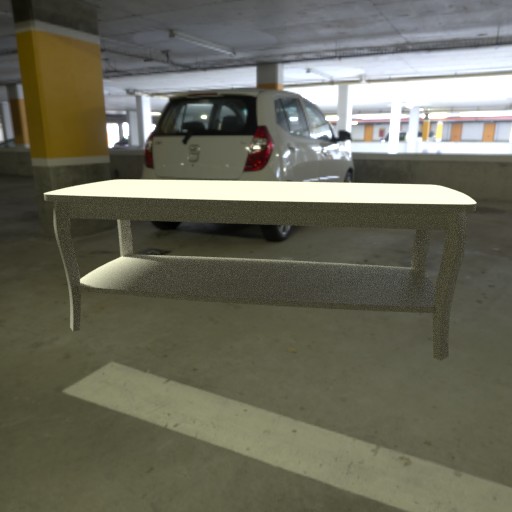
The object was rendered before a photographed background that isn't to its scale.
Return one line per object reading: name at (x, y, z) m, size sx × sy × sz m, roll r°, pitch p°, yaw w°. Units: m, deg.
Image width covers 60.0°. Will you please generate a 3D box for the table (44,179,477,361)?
table at (0.000, 0.000, 1.578) m, size 1.334 × 0.474 × 0.561 m, roll 3°, pitch 15°, yaw 10°
